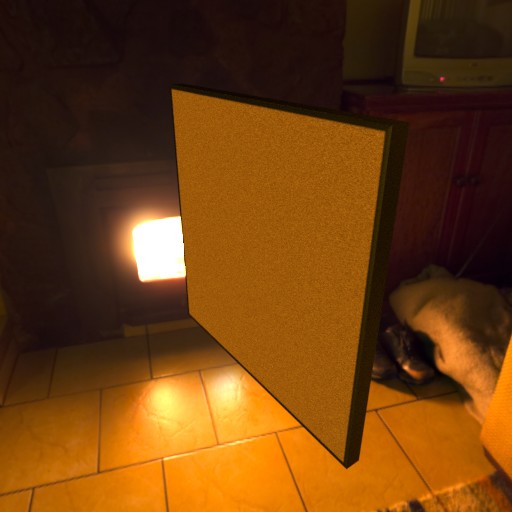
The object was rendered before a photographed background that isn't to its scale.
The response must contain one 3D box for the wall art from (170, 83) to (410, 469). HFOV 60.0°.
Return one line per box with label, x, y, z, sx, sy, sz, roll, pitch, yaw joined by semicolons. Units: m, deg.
wall art;0.000;0.000;0.755;0.028;0.511;0.513;-18;31;-31
